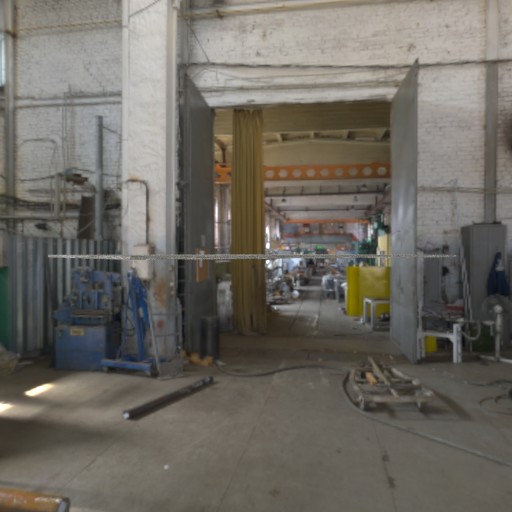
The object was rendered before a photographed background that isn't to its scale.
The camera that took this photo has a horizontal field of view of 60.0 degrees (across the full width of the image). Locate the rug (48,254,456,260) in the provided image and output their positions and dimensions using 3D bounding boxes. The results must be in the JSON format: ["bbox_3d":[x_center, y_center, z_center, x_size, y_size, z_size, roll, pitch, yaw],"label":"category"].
[{"bbox_3d":[0.000,0.000,2.373,1.819,0.012,1.208,0,0,-36],"label":"rug"}]
